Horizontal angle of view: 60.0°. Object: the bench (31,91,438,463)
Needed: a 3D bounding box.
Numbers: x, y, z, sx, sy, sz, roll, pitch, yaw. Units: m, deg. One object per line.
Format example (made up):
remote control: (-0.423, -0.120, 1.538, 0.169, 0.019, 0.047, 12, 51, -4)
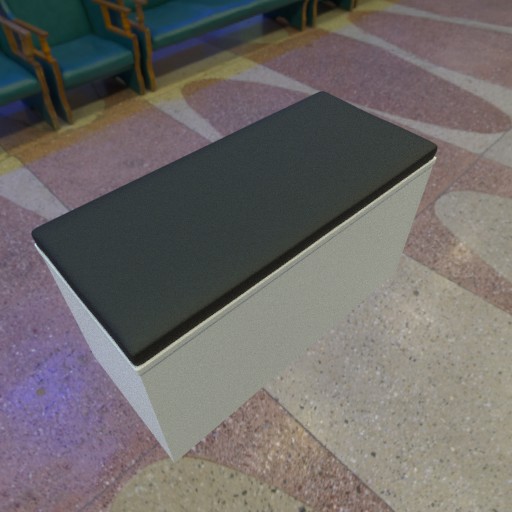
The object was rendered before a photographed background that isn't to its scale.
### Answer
bench: (0.000, 0.000, 1.186, 0.899, 0.500, 0.401, -34, 56, -27)
